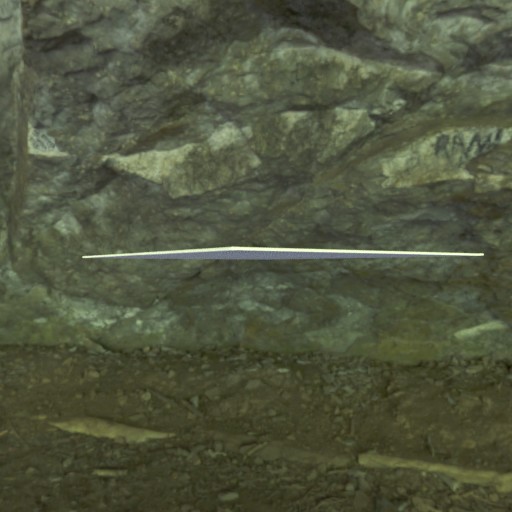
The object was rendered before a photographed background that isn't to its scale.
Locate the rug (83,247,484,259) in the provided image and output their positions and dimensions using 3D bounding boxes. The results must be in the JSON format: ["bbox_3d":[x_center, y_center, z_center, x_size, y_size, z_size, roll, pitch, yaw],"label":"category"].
[{"bbox_3d":[0.000,0.000,4.167,2.407,0.020,3.051,1,-1,-35],"label":"rug"}]
